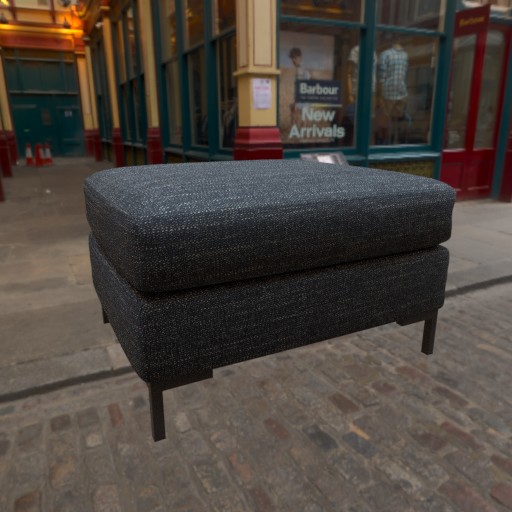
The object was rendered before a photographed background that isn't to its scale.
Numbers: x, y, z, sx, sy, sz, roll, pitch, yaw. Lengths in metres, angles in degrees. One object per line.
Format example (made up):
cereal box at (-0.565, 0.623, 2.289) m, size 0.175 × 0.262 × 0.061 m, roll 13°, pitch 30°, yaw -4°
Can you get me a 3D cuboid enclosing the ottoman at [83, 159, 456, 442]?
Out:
ottoman at (0.000, 0.000, 1.225) m, size 0.814 × 0.491 × 0.667 m, roll -8°, pitch 19°, yaw -26°
